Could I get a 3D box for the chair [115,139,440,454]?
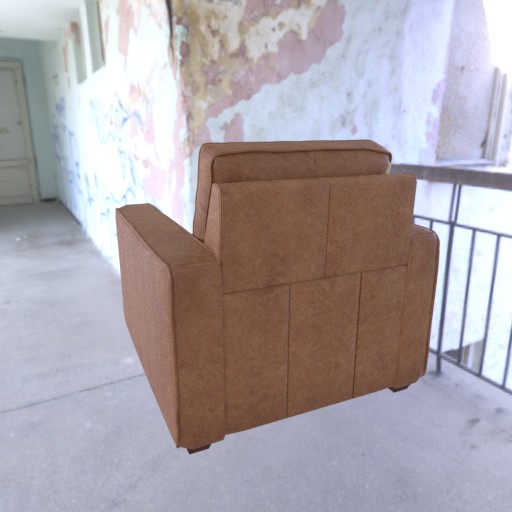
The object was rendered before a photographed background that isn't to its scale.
[{"bbox_3d":[0.000,0.000,1.755,0.987,0.901,1.027,-8,18,-26],"label":"chair"}]
